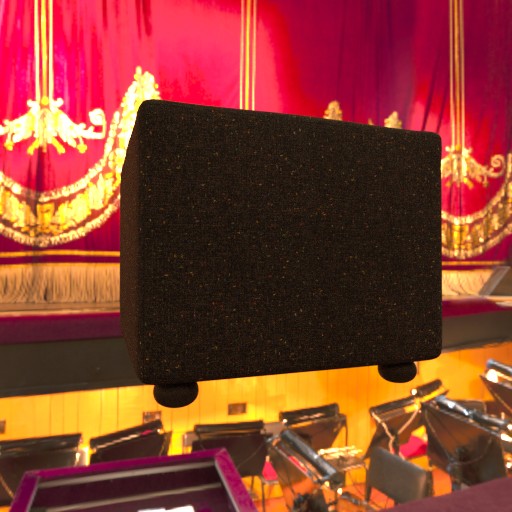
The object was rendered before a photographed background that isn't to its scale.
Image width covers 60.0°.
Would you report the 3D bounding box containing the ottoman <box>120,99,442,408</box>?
[{"bbox_3d":[0.000,0.000,0.883,0.508,0.432,0.508,0,-1,-20],"label":"ottoman"}]
